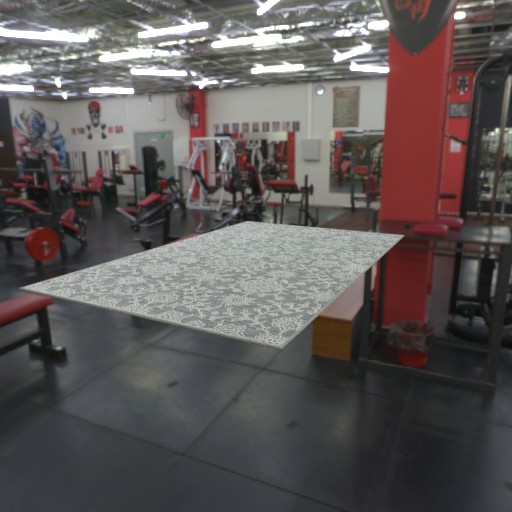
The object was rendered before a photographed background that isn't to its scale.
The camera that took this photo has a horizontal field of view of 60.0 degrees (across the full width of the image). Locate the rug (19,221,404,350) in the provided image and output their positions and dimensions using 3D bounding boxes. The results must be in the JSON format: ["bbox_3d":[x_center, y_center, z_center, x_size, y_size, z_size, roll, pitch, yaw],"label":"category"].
[{"bbox_3d":[0.000,0.000,3.016,1.515,0.010,2.430,7,16,27],"label":"rug"}]
